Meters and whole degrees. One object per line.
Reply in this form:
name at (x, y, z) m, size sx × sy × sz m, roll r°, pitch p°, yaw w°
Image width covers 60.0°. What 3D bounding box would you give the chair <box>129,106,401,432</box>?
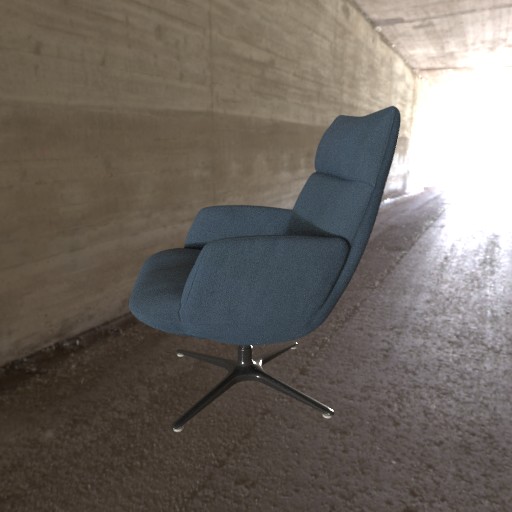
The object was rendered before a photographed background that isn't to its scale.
chair at (0.000, 0.000, 1.621) m, size 0.889 × 1.016 × 0.711 m, roll -2°, pitch 15°, yaw -8°
